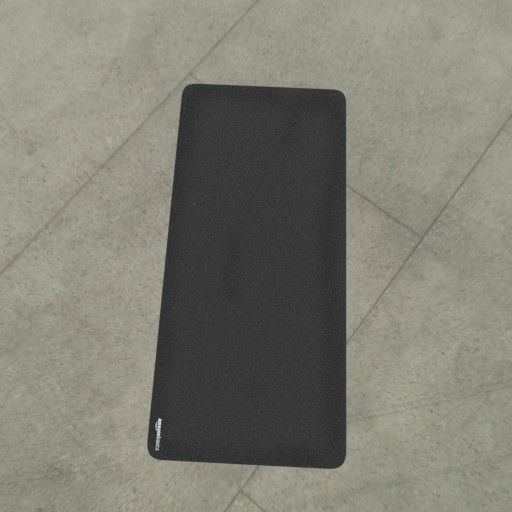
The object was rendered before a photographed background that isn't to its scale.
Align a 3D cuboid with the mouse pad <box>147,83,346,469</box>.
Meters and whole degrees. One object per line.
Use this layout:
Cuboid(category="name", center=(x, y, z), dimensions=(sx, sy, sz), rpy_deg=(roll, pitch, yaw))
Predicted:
Cuboid(category="mouse pad", center=(0.000, 0.000, 1.043), dimensions=(0.424, 0.003, 0.907), rpy_deg=(3, 76, 1))
